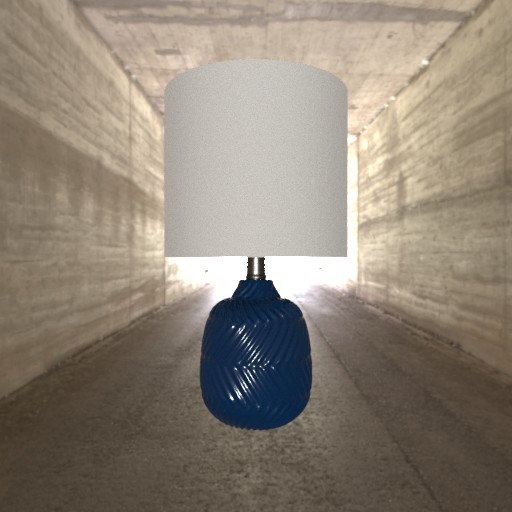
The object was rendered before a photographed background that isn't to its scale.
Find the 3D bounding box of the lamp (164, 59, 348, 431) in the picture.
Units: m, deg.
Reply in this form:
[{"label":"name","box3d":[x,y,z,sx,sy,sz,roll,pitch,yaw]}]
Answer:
[{"label":"lamp","box3d":[0.000,0.000,0.502,0.203,0.368,0.203,0,0,-35]}]
